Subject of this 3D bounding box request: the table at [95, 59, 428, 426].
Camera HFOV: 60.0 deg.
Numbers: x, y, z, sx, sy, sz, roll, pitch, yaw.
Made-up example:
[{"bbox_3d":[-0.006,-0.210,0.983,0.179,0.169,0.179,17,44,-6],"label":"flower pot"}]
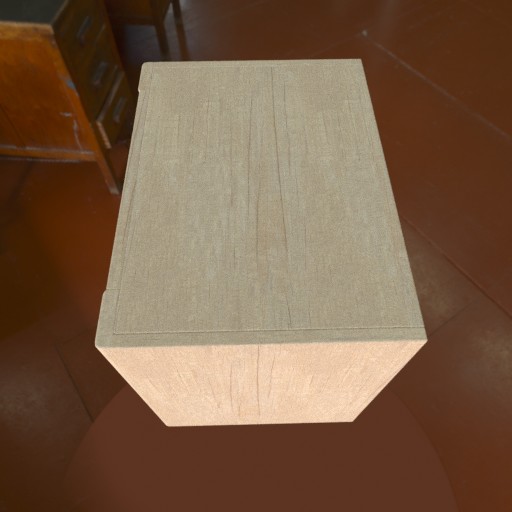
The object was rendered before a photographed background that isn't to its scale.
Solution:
[{"bbox_3d":[0.000,0.000,0.920,0.420,0.510,0.570,-1,59,-1],"label":"table"}]
